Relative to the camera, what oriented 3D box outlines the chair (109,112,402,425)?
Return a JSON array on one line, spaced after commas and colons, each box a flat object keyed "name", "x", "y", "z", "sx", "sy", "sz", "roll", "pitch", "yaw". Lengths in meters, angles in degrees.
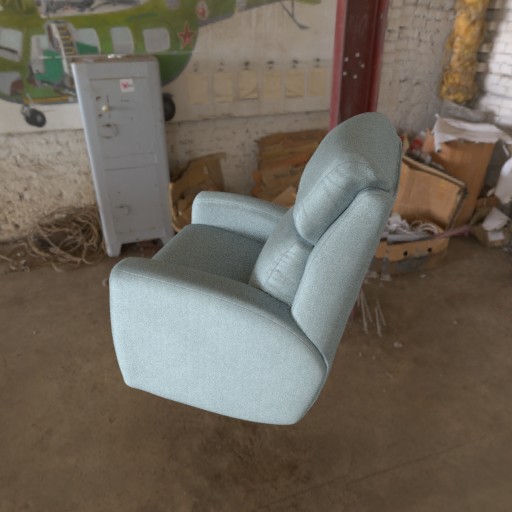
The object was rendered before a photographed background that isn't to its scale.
[{"name": "chair", "x": 0.000, "y": 0.000, "z": 1.686, "sx": 0.940, "sy": 1.016, "sz": 0.794, "roll": 9, "pitch": 31, "yaw": 15}]
